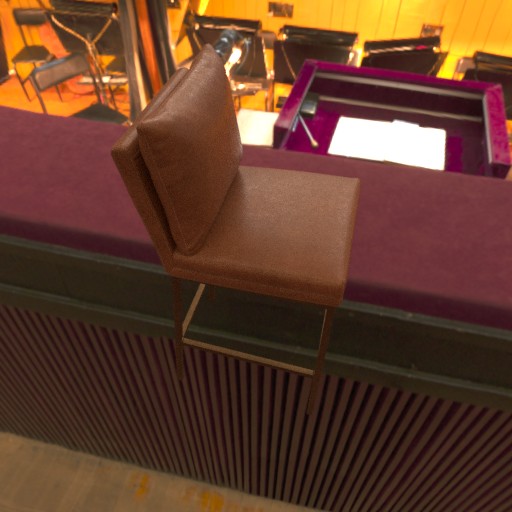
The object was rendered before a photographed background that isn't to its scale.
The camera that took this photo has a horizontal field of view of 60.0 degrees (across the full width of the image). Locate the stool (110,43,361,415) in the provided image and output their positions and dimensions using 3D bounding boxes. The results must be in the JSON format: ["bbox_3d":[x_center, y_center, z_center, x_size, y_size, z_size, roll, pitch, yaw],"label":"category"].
[{"bbox_3d":[0.000,0.000,1.427,0.571,1.124,0.463,10,48,10],"label":"stool"}]
